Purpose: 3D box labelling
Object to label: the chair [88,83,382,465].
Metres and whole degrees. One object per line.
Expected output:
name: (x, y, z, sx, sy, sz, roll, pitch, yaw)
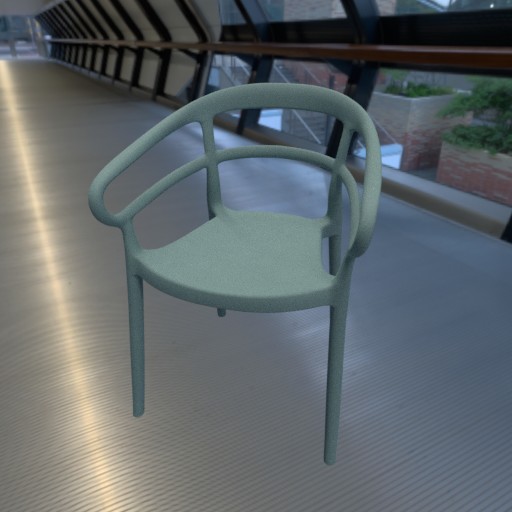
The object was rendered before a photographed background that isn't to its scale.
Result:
chair: (0.000, 0.000, 1.112, 0.559, 0.761, 0.527, 8, 28, 15)
